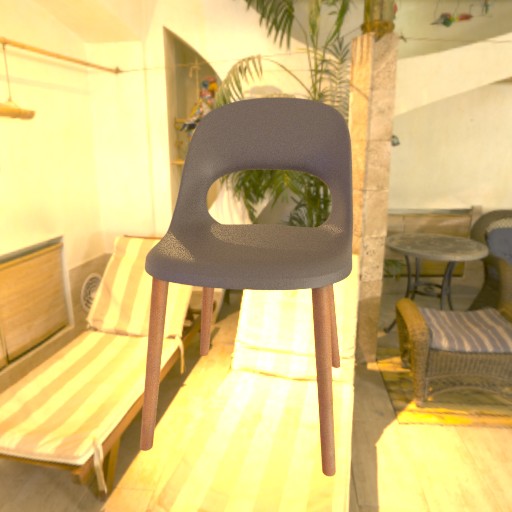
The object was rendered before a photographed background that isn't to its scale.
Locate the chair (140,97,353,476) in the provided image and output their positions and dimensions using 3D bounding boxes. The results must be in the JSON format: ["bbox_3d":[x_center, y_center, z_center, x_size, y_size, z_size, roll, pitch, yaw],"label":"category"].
[{"bbox_3d":[0.000,0.000,1.109,0.470,0.795,0.556,3,15,11],"label":"chair"}]
